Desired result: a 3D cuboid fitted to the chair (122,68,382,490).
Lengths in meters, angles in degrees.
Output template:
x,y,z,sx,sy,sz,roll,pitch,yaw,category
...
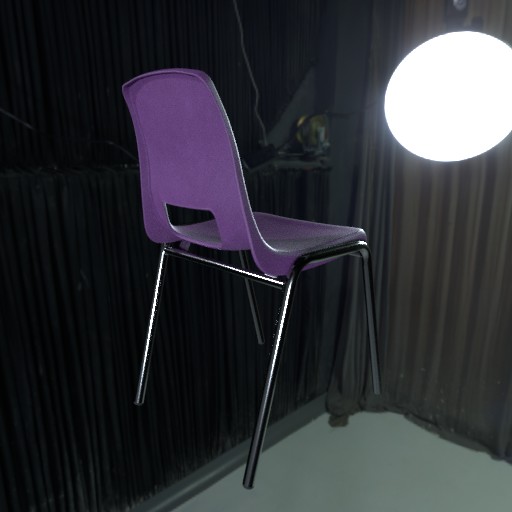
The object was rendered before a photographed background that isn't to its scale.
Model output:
x,y,z,sx,sy,sz,roll,pitch,yaw,category
0.000,0.000,0.889,0.381,0.654,0.432,14,21,42,chair
